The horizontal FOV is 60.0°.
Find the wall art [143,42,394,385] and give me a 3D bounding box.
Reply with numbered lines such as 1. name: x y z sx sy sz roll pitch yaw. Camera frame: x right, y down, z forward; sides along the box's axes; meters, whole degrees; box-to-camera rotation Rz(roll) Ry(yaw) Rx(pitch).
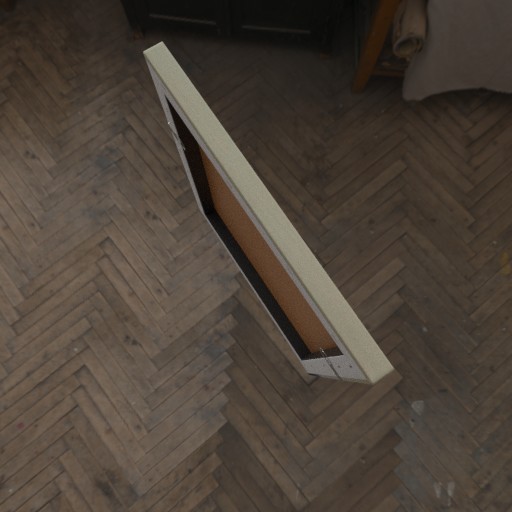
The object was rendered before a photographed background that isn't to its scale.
1. wall art: 0.000 0.000 0.984 0.041 0.710 0.608 -32 78 -8
